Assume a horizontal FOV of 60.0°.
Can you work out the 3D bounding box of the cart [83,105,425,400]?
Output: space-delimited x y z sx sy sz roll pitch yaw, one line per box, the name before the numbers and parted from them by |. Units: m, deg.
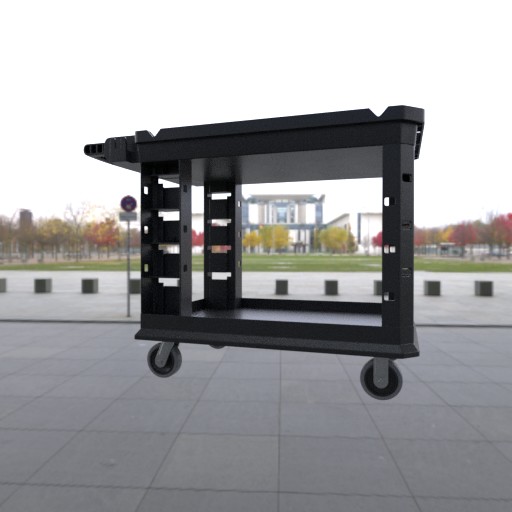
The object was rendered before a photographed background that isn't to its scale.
cart | 0.000 0.000 1.775 1.239 0.884 0.674 0 1 18
